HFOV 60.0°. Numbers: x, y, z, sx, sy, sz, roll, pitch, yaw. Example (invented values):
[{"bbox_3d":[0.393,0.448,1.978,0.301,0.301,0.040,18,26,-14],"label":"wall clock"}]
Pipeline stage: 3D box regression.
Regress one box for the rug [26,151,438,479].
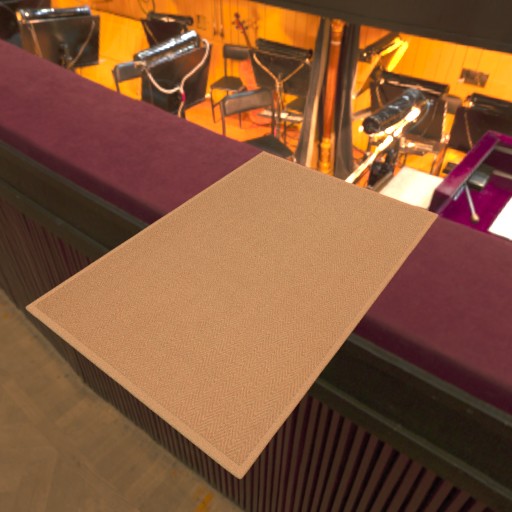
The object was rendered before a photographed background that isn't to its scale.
[{"bbox_3d":[0.000,0.000,2.788,1.532,0.017,2.244,27,48,27],"label":"rug"}]
